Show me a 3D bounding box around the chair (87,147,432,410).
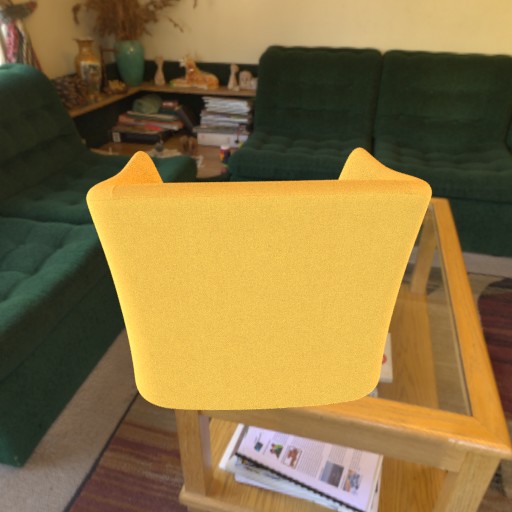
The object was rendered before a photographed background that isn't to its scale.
[{"bbox_3d":[0.000,0.000,1.331,0.790,0.720,0.700,-1,32,-2],"label":"chair"}]
